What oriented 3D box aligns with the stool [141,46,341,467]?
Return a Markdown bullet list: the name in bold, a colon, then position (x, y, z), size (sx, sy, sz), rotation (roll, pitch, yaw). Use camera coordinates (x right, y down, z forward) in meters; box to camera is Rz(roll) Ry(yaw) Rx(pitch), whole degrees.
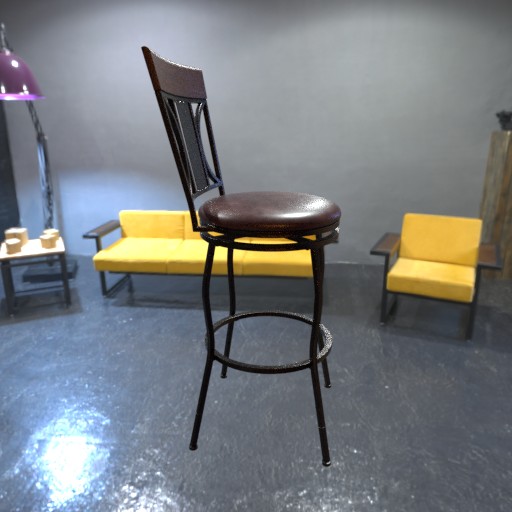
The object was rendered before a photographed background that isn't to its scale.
- **stool**: position (0.000, 0.000, 1.369), size (0.513, 1.130, 0.448), rotation (3, 17, 9)
